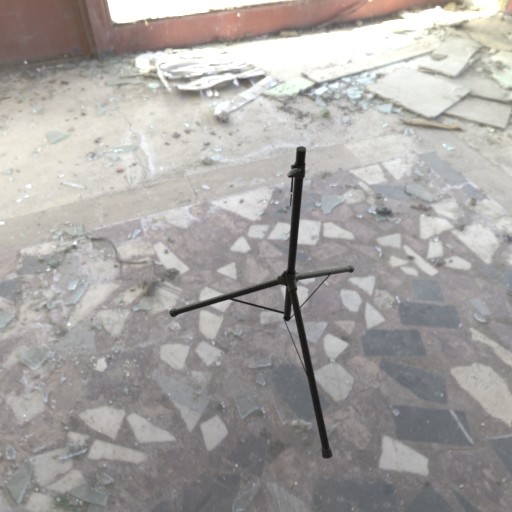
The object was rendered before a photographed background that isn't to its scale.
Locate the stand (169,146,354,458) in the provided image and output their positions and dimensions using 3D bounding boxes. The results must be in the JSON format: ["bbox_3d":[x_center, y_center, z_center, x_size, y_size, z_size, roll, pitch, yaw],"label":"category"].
[{"bbox_3d":[0.000,0.000,2.720,1.339,1.595,1.596,11,47,10],"label":"stand"}]
